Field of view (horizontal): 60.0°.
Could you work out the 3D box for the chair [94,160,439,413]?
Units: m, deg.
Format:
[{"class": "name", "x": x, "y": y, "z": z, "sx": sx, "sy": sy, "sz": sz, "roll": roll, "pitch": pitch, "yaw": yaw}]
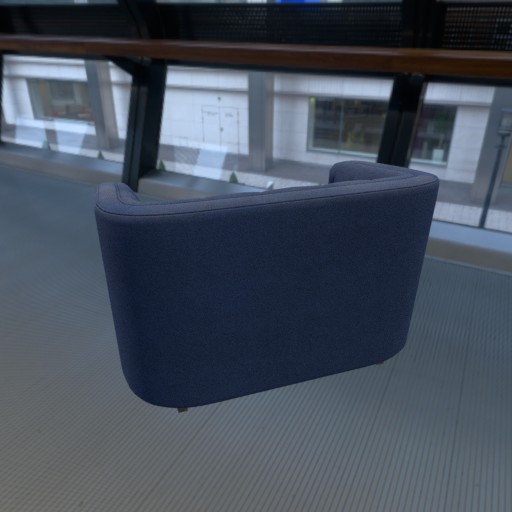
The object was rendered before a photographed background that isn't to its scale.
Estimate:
[{"class": "chair", "x": 0.000, "y": 0.000, "z": 1.743, "sx": 1.118, "sy": 0.787, "sz": 0.914, "roll": -8, "pitch": 28, "yaw": -16}]
